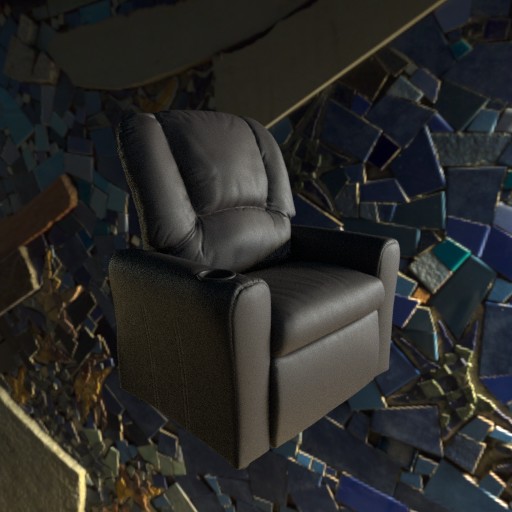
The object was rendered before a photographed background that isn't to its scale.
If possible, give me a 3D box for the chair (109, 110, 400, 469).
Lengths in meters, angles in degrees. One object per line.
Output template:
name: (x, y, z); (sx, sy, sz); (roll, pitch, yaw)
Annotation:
chair: (0.000, 0.000, 1.098); (0.521, 0.709, 0.610); (13, 19, 43)
